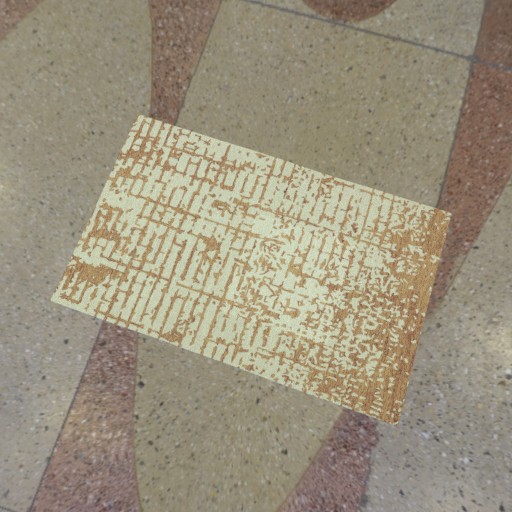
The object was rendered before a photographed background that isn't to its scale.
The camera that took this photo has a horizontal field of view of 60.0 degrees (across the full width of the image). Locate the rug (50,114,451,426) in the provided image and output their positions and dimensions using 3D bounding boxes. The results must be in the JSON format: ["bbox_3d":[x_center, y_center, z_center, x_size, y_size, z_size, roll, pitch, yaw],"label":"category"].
[{"bbox_3d":[0.000,0.000,3.092,2.435,0.011,1.517,19,76,5],"label":"rug"}]
